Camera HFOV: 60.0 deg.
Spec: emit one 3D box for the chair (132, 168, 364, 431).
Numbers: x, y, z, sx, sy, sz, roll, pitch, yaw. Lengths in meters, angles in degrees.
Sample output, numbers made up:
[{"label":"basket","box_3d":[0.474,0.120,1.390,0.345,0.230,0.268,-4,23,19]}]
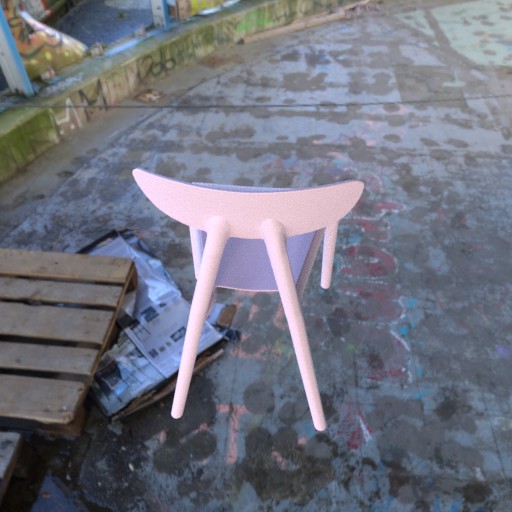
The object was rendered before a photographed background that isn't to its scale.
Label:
[{"label":"chair","box_3d":[0.000,0.000,0.837,0.356,0.580,0.401,4,46,3]}]
